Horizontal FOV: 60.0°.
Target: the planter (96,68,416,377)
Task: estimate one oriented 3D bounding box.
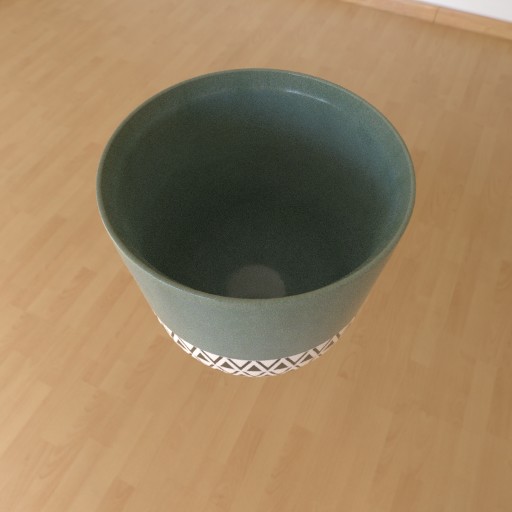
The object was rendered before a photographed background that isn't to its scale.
[{"bbox_3d":[0.000,0.000,0.368,0.198,0.214,0.198,0,57,0],"label":"planter"}]
